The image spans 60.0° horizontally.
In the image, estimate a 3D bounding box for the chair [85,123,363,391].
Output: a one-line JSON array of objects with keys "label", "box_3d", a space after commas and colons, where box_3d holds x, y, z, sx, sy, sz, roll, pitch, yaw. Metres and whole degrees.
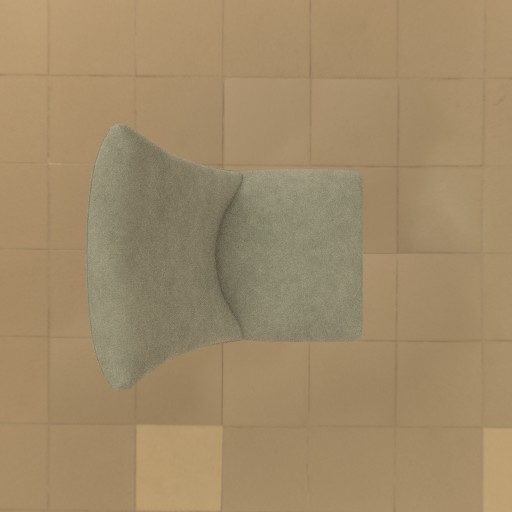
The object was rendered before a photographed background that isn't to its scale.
[{"label": "chair", "box_3d": [0.000, 0.000, 1.218, 0.610, 0.902, 0.495, 0, 90, 0]}]
